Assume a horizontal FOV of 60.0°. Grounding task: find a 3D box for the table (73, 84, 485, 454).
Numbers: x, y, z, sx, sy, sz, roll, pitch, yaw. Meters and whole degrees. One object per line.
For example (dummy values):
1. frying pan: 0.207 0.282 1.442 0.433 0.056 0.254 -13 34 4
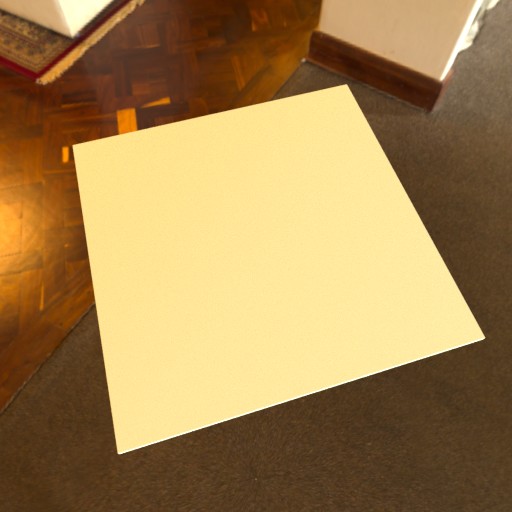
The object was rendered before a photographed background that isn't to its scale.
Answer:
1. table: 0.000 0.000 1.341 0.890 0.305 0.890 -15 64 -7
